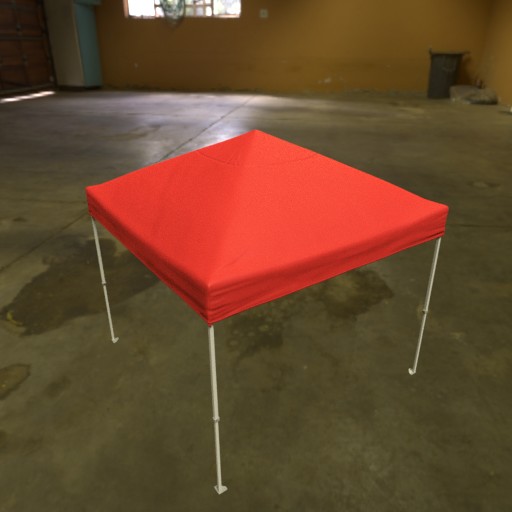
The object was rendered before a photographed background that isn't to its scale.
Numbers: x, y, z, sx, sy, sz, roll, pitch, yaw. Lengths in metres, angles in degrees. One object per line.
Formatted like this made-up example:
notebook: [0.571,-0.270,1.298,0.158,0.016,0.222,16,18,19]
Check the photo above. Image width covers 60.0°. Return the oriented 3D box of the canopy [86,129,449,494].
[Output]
canopy: [0.000,0.000,5.385,2.998,2.997,2.996,-17,31,-32]
